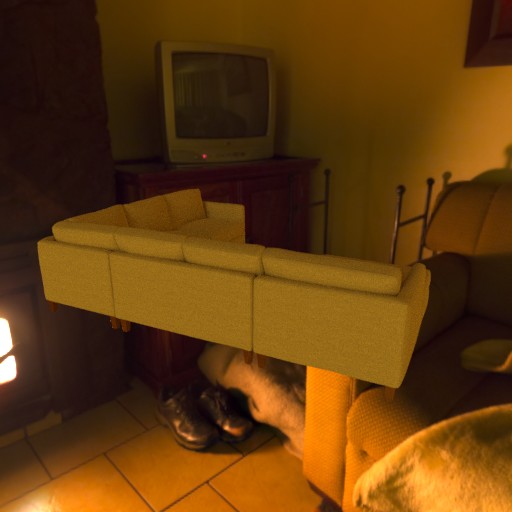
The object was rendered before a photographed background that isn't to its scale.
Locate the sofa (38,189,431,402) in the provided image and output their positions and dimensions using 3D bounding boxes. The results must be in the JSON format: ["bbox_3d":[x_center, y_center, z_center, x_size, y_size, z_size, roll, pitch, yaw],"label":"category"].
[{"bbox_3d":[0.000,0.000,4.669,3.460,0.961,2.594,8,19,25],"label":"sofa"}]
